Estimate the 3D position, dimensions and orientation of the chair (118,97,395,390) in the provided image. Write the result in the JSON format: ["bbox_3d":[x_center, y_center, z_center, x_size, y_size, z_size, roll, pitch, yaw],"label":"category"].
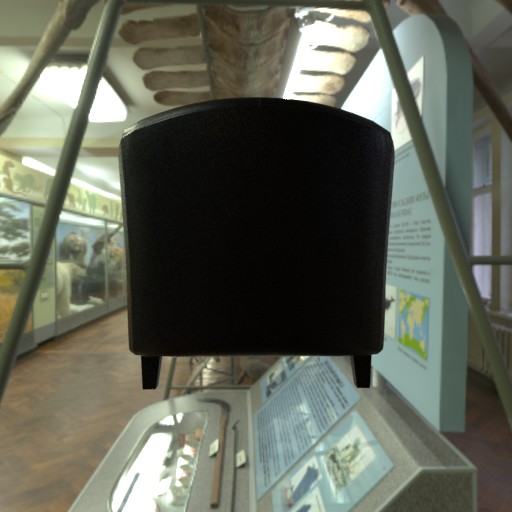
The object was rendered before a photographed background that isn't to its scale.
[{"bbox_3d":[0.000,0.000,1.383,0.793,0.756,0.727,0,0,-1],"label":"chair"}]
